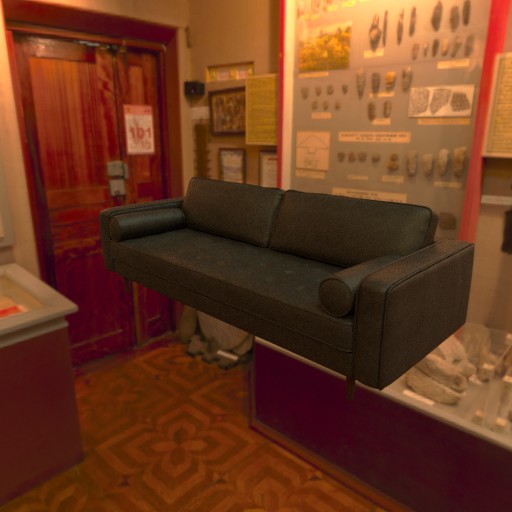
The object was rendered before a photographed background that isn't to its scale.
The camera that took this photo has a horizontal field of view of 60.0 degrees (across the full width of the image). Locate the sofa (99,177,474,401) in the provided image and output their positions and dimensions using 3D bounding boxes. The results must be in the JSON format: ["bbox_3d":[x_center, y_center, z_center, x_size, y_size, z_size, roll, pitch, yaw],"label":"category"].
[{"bbox_3d":[0.000,0.000,2.653,2.210,0.762,0.914,15,22,42],"label":"sofa"}]
